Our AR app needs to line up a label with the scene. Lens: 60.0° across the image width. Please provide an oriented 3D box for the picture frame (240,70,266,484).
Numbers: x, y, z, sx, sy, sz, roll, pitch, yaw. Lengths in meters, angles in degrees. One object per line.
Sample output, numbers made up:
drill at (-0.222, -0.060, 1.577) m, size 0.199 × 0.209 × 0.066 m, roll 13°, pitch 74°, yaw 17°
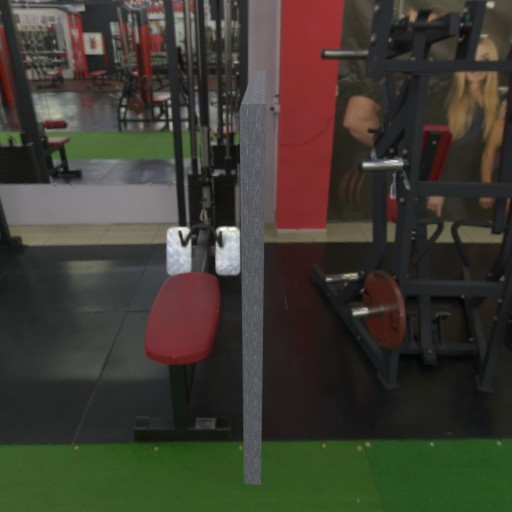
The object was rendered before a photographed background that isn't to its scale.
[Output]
picture frame at (0.000, 0.000, 0.760) m, size 0.029 × 0.559 × 0.454 m, roll 1°, pitch 27°, yaw 1°
